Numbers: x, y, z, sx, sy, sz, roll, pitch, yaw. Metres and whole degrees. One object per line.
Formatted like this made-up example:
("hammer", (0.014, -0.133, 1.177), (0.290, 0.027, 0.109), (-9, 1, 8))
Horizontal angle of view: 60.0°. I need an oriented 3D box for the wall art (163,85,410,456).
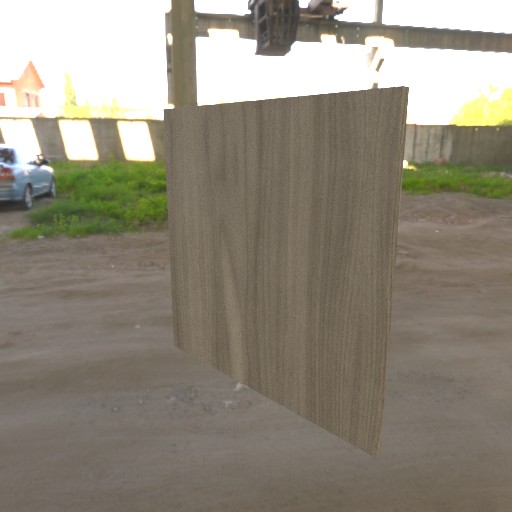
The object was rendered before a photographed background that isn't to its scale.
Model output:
("wall art", (0.000, 0.000, 0.762), (0.016, 0.507, 0.508), (-14, 20, -43))
